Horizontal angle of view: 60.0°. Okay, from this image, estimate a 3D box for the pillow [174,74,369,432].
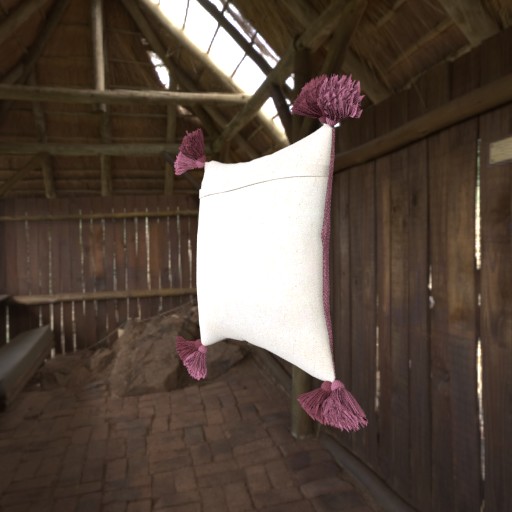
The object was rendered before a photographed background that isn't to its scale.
[{"bbox_3d":[0.000,0.000,0.989,0.138,0.659,0.641,0,1,-36],"label":"pillow"}]
